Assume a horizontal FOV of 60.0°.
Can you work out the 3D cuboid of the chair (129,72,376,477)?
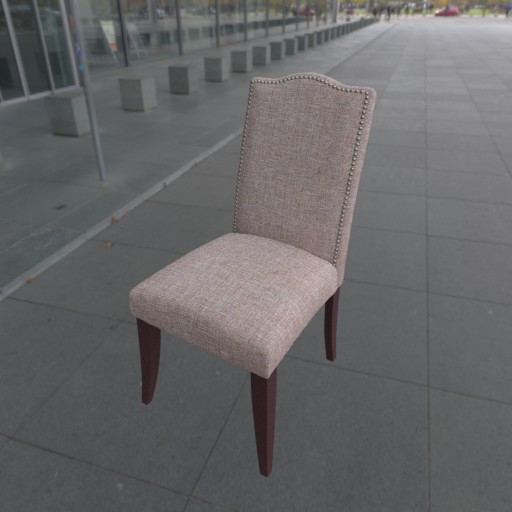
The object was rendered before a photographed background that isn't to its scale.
[{"bbox_3d":[0.000,0.000,1.401,0.513,1.016,0.660,18,34,29],"label":"chair"}]
